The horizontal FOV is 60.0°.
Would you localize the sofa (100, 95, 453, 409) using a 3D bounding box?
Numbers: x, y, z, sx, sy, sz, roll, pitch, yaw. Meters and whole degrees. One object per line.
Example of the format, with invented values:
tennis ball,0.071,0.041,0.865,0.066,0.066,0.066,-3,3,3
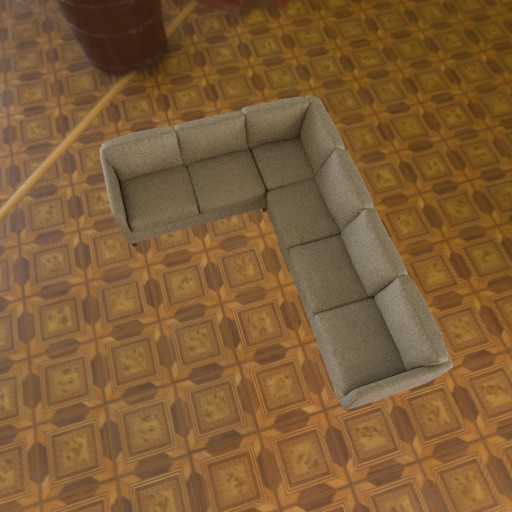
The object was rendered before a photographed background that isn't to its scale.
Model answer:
sofa,0.000,0.000,4.499,2.593,0.947,3.302,-16,65,-8
